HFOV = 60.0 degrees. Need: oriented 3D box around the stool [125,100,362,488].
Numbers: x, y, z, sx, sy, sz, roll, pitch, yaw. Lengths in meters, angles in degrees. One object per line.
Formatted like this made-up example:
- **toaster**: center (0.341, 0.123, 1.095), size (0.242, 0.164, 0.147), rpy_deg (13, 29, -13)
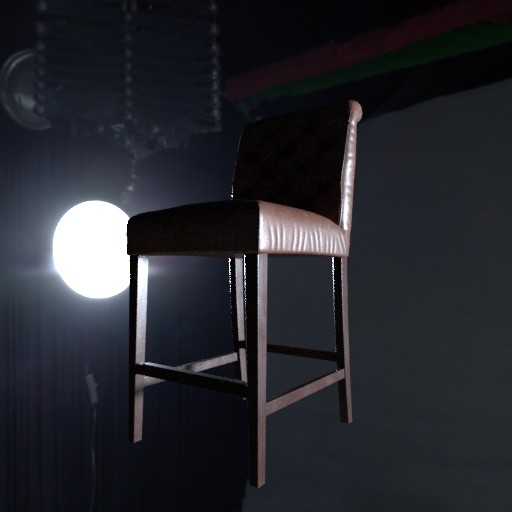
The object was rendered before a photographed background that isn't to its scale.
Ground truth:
- **stool**: center (0.000, 0.000, 1.417), size (0.486, 1.084, 0.660), rpy_deg (-1, -1, 36)
